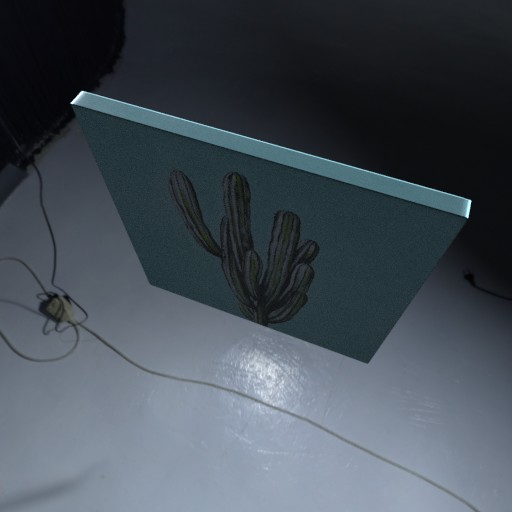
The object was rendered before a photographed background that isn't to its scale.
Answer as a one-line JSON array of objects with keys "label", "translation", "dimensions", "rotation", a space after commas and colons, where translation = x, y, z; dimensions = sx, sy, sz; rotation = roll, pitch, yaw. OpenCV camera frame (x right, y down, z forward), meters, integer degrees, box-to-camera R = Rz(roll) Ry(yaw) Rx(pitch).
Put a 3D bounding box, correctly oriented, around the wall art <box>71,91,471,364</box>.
[{"label": "wall art", "translation": [0.000, 0.000, 1.589], "dimensions": [1.071, 1.073, 0.070], "rotation": [18, 60, 11]}]
